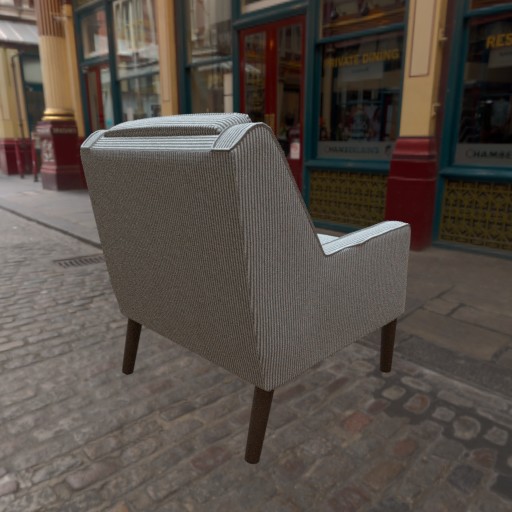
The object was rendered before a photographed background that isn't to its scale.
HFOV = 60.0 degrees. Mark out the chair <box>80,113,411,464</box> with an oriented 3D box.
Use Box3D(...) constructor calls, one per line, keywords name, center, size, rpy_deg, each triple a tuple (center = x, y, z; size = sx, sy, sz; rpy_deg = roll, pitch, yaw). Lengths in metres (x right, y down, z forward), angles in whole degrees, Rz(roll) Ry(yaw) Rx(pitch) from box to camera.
Box3D(name="chair", center=(0.000, 0.000, 1.339), size=(0.743, 0.792, 0.663), rpy_deg=(-14, 20, -43))
